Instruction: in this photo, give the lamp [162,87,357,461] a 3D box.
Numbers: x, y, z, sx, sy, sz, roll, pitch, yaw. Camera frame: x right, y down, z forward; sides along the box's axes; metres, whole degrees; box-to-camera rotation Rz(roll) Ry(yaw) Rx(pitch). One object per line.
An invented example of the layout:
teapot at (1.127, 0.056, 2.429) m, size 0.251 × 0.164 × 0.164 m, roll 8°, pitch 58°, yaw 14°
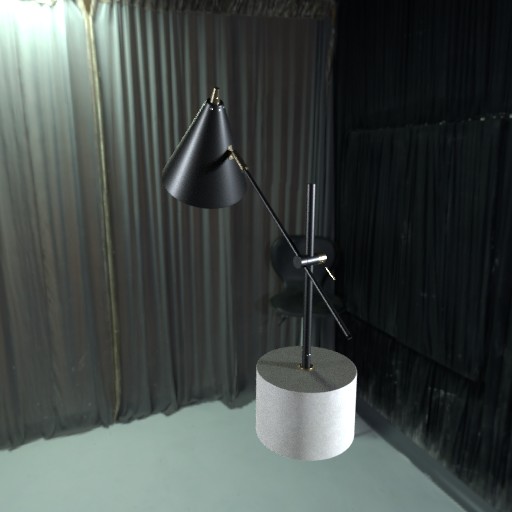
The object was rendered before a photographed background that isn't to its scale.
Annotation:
lamp at (0.000, 0.000, 0.715) m, size 0.214 × 0.518 × 0.403 m, roll -7°, pitch 15°, yaw -26°
